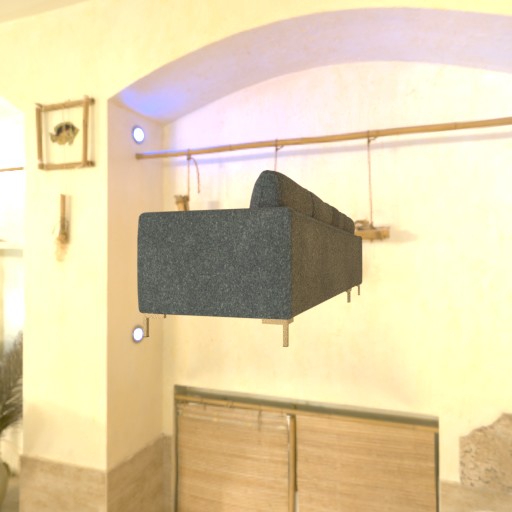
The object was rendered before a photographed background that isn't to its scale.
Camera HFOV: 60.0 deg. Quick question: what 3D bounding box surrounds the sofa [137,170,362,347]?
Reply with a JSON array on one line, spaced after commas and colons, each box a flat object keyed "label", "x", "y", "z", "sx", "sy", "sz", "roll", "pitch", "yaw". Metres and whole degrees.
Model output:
[{"label": "sofa", "x": 0.000, "y": 0.000, "z": 3.499, "sx": 1.350, "sy": 0.810, "sz": 2.932, "roll": 0, "pitch": 0, "yaw": 19}]
